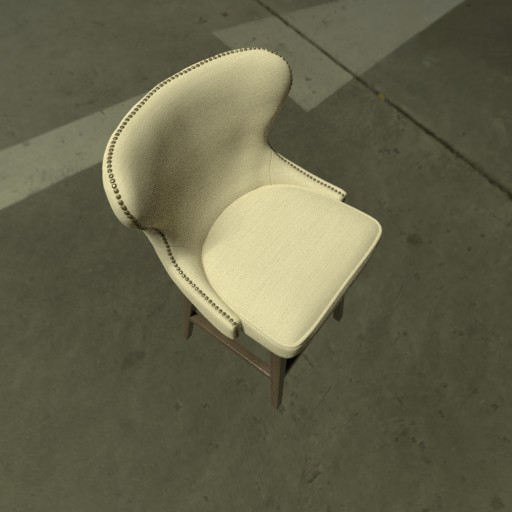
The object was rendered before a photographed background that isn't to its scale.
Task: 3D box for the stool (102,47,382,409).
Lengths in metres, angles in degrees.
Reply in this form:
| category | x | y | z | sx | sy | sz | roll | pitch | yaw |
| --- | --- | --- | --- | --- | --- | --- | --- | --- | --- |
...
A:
| category | x | y | z | sx | sy | sz | roll | pitch | yaw |
| --- | --- | --- | --- | --- | --- | --- | --- | --- | --- |
| stool | 0.000 | 0.000 | 1.355 | 0.597 | 0.972 | 0.615 | 32 | 63 | 19 |
